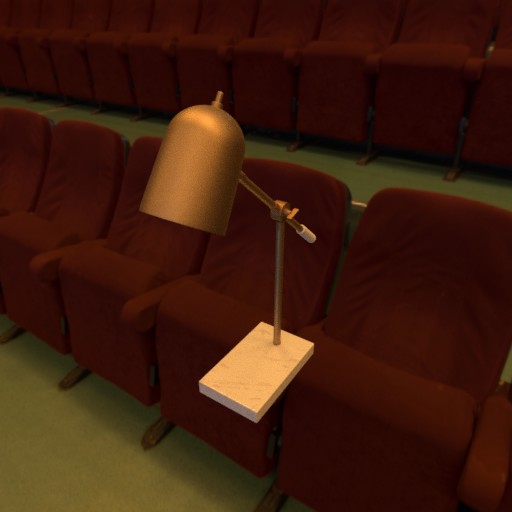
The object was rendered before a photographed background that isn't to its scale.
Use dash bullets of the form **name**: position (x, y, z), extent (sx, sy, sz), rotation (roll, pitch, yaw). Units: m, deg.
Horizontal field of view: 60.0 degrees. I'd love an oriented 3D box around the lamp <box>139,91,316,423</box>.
- **lamp**: position (0.000, 0.000, 0.818), extent (0.144, 0.603, 0.471), rotation (18, 35, 29)
